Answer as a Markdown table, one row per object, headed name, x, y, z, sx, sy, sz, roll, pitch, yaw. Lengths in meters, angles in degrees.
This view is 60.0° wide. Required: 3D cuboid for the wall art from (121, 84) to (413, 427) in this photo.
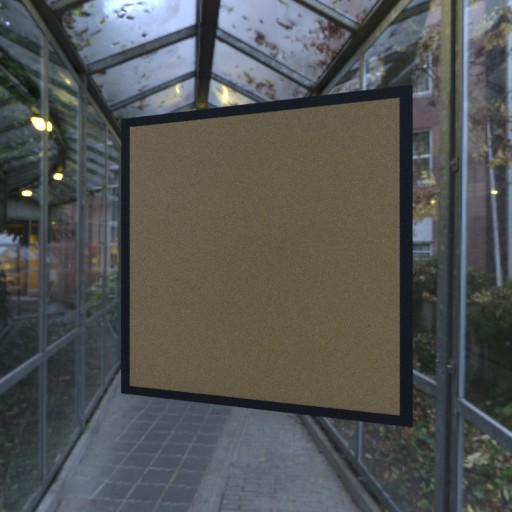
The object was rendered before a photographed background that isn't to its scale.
| name | x | y | z | sx | sy | sz | roll | pitch | yaw |
| --- | --- | --- | --- | --- | --- | --- | --- | --- | --- |
| wall art | 0.000 | 0.000 | 0.458 | 0.305 | 0.304 | 0.033 | 0 | 0 | 19 |
